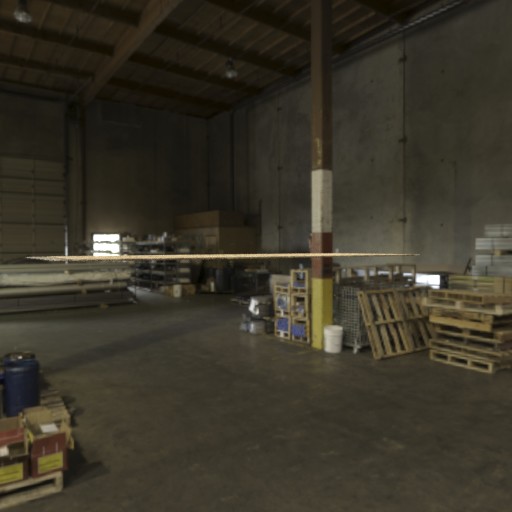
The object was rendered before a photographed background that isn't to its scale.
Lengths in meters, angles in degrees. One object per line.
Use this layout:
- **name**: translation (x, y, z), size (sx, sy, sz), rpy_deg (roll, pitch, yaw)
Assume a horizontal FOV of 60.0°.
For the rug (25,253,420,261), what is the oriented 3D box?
- **rug**: translation (0.000, 0.000, 2.969), size (2.664, 0.011, 0.762), rpy_deg (-1, 1, -36)
